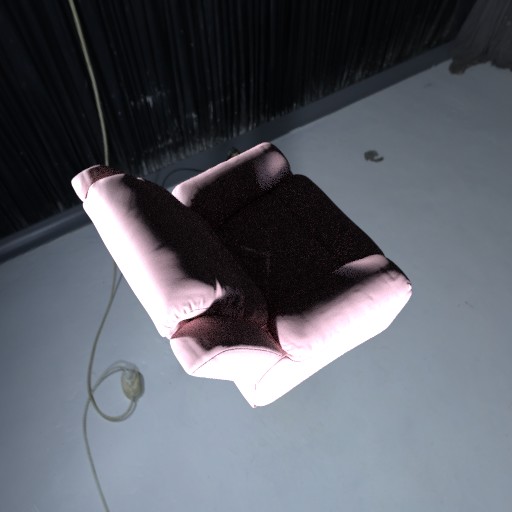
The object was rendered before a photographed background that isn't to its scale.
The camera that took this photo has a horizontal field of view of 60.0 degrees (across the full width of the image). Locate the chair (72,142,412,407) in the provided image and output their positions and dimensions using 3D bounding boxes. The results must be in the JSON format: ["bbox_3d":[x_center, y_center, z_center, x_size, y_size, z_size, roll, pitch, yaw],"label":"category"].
[{"bbox_3d":[0.000,0.000,1.273,0.709,0.702,0.680,-30,61,-18],"label":"chair"}]
